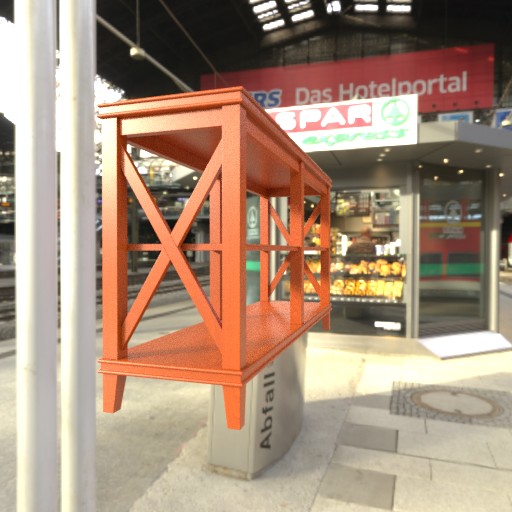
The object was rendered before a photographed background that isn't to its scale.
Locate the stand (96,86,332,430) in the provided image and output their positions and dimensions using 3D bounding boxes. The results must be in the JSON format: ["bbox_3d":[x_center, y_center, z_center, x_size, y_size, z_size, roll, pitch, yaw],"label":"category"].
[{"bbox_3d":[0.000,0.000,1.685,0.381,0.762,1.372,0,1,18],"label":"stand"}]
